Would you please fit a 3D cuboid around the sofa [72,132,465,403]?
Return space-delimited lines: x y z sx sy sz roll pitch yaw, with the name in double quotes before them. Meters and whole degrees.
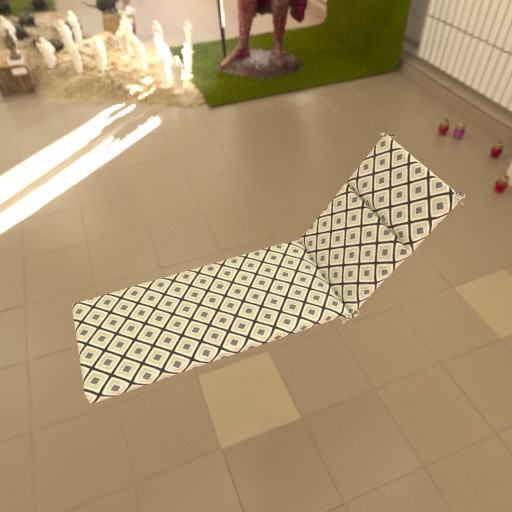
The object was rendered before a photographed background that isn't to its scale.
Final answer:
"sofa" 0.000 0.000 1.957 1.663 0.622 0.582 -16 47 -15
